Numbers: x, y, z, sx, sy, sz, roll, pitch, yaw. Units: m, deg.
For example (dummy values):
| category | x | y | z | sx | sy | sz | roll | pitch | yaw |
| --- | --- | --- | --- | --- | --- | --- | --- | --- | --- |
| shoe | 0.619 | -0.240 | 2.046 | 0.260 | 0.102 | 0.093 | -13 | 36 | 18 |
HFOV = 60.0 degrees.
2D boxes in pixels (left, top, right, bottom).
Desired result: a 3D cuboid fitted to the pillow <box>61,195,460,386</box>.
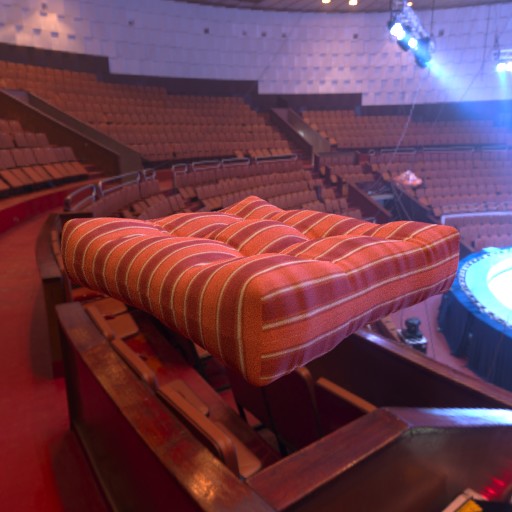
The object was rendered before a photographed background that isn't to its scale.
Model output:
| category | x | y | z | sx | sy | sz | roll | pitch | yaw |
| --- | --- | --- | --- | --- | --- | --- | --- | --- | --- |
| pillow | 0.000 | 0.000 | 0.724 | 0.468 | 0.133 | 0.490 | -13 | 19 | -43 |
